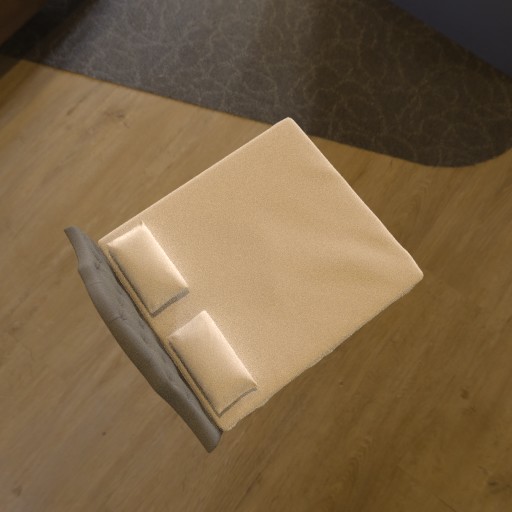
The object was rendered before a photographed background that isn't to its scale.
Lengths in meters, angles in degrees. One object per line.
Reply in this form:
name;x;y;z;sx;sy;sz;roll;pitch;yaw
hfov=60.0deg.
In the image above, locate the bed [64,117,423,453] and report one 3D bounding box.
bed;0.000;0.000;3.590;2.214;1.615;2.008;-35;78;-9
